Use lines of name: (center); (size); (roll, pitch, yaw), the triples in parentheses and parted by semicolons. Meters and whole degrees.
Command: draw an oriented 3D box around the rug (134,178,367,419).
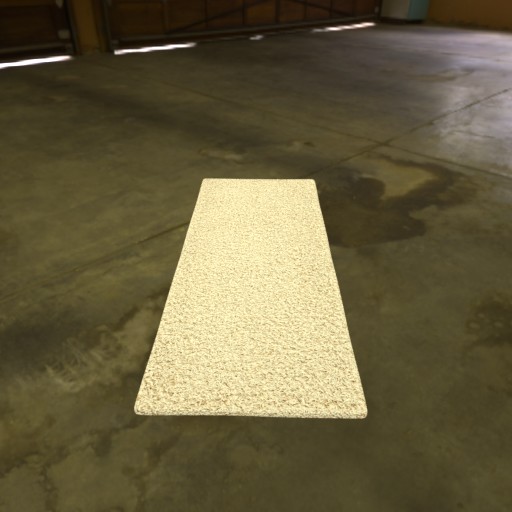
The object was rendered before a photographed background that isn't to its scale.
rug: (0.000, 0.000, 1.788); (0.609, 0.030, 1.524); (1, 33, 1)
